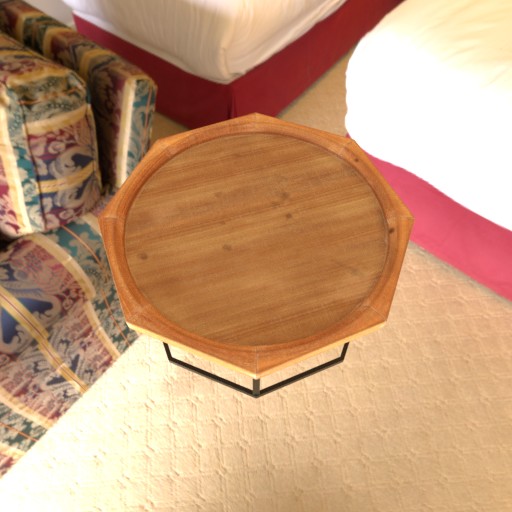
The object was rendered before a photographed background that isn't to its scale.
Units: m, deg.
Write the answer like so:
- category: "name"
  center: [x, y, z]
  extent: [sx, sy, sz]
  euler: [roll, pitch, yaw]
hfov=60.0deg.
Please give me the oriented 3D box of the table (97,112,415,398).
- category: "table"
  center: [0.000, 0.000, 1.579]
  extent: [1.002, 0.444, 1.002]
  euler: [0, 57, 0]
